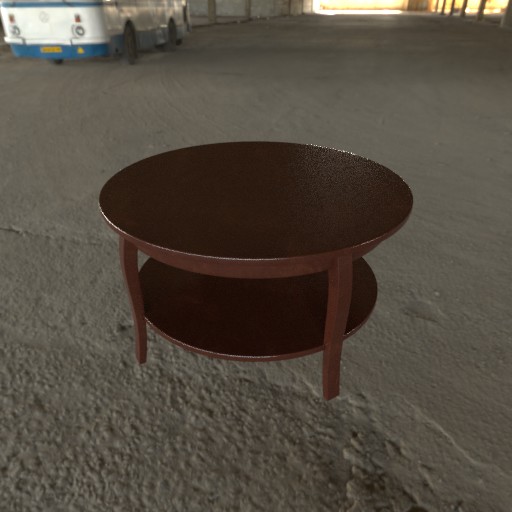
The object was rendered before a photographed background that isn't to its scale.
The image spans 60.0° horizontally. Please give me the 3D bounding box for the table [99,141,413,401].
[{"bbox_3d":[0.000,0.000,1.467,0.911,0.512,0.911,0,30,0],"label":"table"}]
